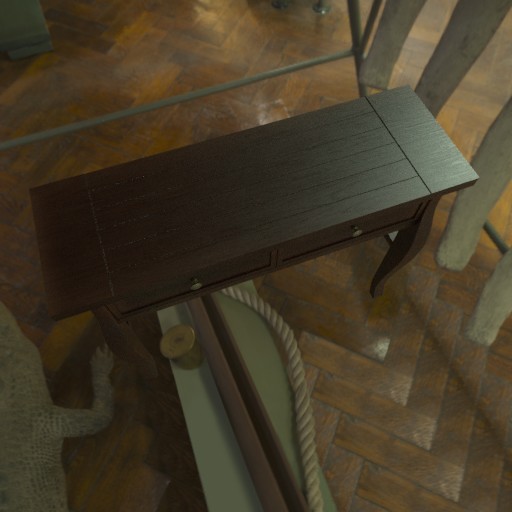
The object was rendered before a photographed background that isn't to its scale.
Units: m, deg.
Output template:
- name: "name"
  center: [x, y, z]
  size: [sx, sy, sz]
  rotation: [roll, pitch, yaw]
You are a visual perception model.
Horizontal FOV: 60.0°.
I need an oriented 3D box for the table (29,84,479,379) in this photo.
- name: "table"
  center: [0.000, 0.000, 1.440]
  size: [1.062, 0.768, 0.373]
  rotation: [-18, 63, -9]
